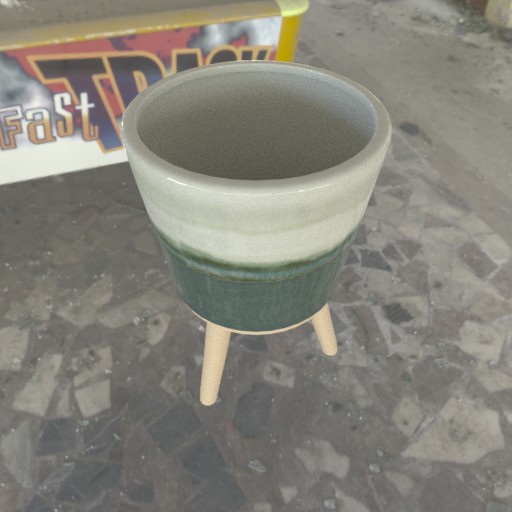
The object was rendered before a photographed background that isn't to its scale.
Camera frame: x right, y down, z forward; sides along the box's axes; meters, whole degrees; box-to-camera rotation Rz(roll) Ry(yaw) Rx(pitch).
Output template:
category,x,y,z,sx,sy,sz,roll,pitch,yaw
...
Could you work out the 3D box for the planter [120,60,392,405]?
category,x,y,z,sx,sy,sz,roll,pitch,yaw
planter,0.000,0.000,0.475,0.217,0.331,0.217,14,46,13
